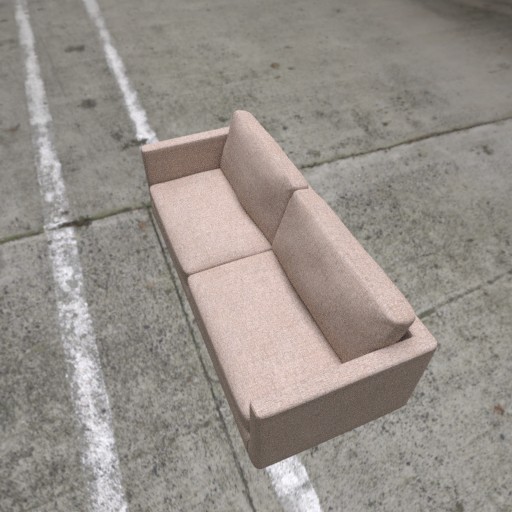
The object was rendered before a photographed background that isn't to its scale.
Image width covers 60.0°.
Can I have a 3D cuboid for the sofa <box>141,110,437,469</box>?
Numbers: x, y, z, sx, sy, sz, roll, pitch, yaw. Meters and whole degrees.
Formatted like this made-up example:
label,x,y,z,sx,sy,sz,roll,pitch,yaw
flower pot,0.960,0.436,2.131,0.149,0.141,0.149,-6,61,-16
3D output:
label,x,y,z,sx,sy,sz,roll,pitch,yaw
sofa,0.000,0.000,2.810,0.951,0.965,2.208,-17,49,-15
